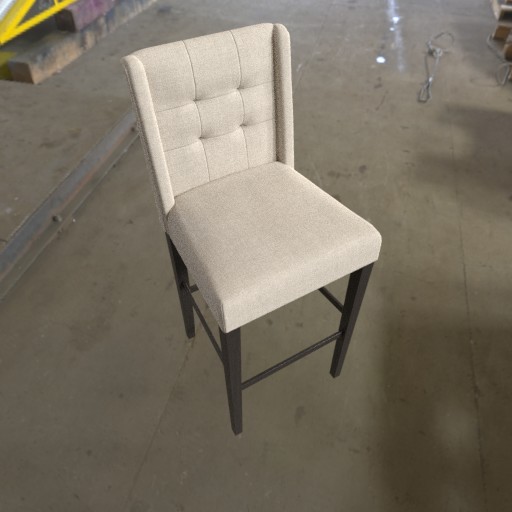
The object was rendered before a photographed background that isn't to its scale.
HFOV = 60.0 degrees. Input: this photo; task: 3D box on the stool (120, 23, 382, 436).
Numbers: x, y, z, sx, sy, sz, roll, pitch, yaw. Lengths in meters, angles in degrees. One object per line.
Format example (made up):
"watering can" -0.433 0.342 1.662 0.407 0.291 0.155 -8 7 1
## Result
"stool" 0.000 0.000 1.335 0.474 1.116 0.509 -23 51 -21
